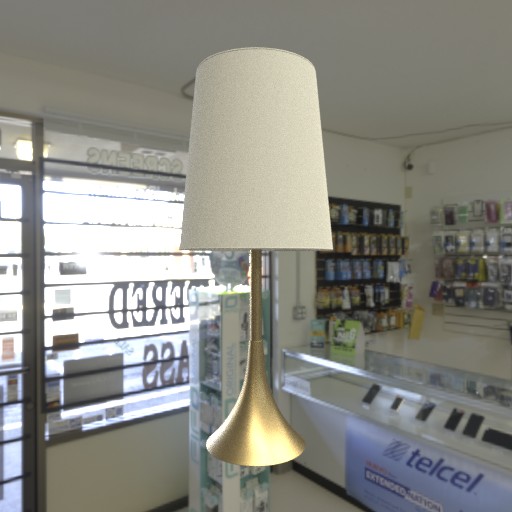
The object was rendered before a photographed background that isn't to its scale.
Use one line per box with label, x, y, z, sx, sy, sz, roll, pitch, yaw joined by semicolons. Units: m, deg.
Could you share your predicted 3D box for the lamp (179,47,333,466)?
lamp;0.000;0.000;0.674;0.231;0.569;0.231;0;0;0
